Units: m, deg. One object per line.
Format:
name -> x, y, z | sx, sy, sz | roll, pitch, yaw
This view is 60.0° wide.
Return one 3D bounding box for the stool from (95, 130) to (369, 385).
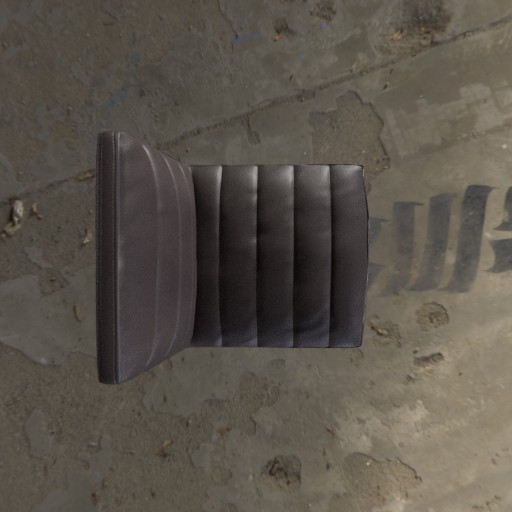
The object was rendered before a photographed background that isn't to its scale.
stool -> 0.000, 0.000, 1.217 | 0.562, 0.946, 0.463 | 0, 90, 0
